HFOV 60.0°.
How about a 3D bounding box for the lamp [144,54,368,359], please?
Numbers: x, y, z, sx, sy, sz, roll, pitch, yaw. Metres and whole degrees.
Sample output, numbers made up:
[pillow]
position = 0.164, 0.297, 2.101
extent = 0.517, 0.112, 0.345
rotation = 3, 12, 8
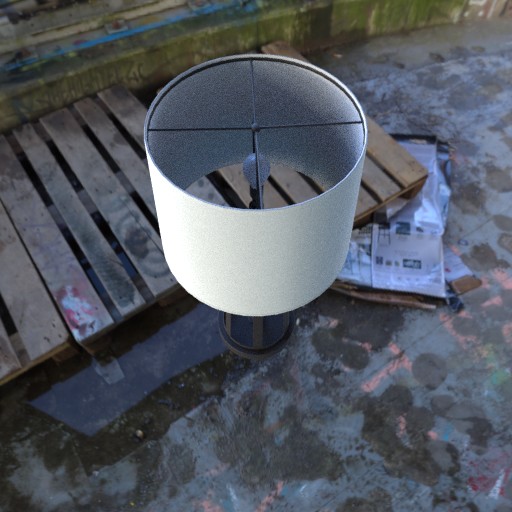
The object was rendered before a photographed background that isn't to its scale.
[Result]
[lamp]
position = 0.000, 0.000, 0.656
extent = 0.251, 0.509, 0.251
rotation = 0, 59, 0
